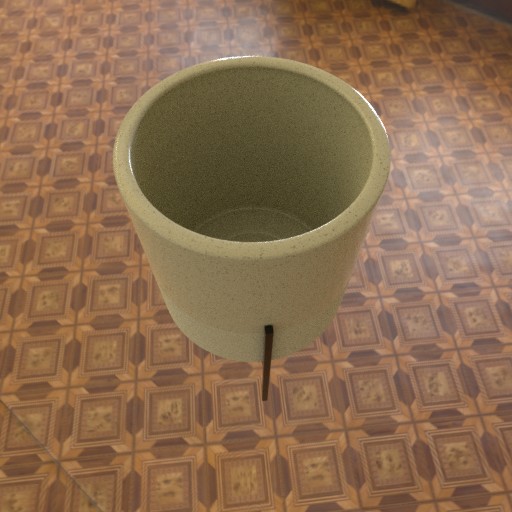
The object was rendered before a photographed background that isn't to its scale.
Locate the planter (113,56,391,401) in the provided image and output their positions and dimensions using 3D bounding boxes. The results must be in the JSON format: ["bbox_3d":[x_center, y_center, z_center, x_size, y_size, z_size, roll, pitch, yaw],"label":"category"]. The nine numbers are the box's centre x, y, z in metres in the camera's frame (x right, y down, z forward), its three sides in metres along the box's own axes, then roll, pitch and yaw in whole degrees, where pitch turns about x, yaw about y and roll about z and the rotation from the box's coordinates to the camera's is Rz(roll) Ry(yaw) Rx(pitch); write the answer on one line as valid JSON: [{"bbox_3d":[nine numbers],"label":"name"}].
[{"bbox_3d":[0.000,0.000,0.544,0.243,0.390,0.234,-34,64,-19],"label":"planter"}]
